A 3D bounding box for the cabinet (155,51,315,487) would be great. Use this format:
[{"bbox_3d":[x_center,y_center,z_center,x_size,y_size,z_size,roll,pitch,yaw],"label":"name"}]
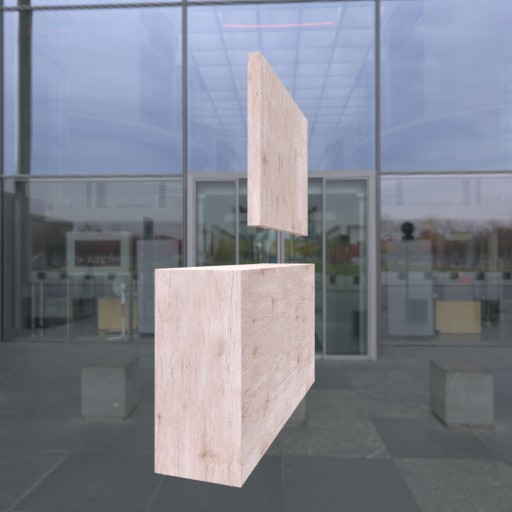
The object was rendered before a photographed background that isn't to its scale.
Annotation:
[{"bbox_3d":[0.000,0.000,2.757,0.420,1.981,1.700,0,0,18],"label":"cabinet"}]
